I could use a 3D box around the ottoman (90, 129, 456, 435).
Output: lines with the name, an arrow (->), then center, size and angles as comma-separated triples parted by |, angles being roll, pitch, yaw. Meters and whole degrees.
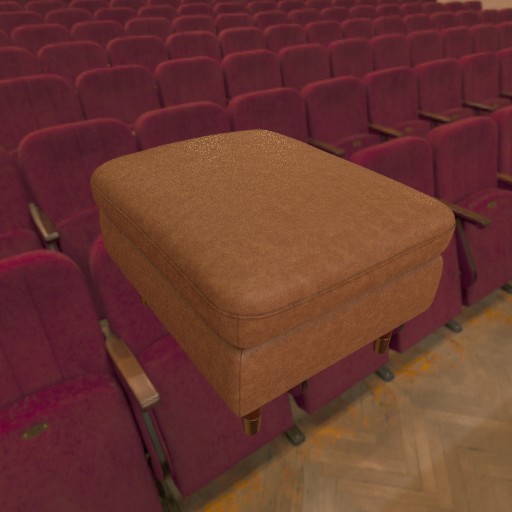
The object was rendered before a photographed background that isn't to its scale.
ottoman -> 0.000, 0.000, 1.126 | 0.593, 0.478, 0.747 | -21, 38, -30
